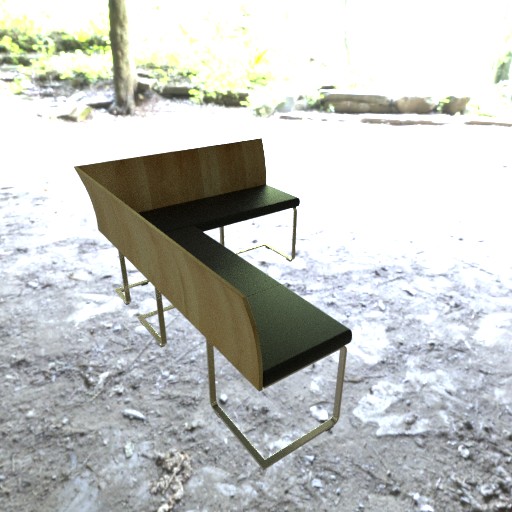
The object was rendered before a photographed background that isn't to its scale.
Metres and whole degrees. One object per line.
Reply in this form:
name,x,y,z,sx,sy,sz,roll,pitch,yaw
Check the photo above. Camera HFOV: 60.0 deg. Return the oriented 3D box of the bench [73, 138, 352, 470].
bench,0.000,0.000,2.736,1.495,0.930,1.945,-18,32,-31
